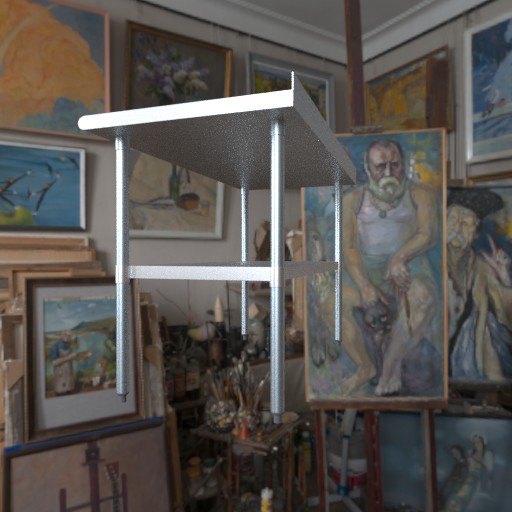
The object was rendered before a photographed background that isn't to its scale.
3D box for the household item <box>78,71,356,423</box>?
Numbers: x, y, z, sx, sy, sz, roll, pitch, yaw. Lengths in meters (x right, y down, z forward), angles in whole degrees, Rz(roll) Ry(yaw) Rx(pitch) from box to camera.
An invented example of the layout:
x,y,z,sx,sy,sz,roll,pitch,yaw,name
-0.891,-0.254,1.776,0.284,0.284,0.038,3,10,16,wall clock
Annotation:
x,y,z,sx,sy,sz,roll,pitch,yaw,name
0.000,0.000,1.694,0.610,0.851,1.219,0,0,19,household item
